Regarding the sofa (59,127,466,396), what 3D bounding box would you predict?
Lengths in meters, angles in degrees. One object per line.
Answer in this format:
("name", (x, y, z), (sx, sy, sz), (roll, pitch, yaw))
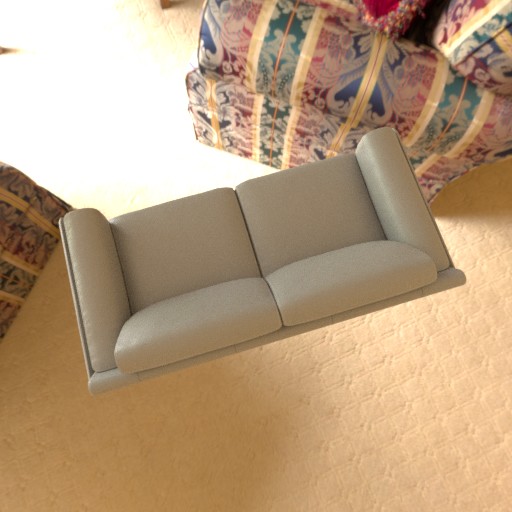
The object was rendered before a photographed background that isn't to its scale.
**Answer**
("sofa", (0.000, 0.000, 2.626), (2.101, 0.930, 1.049), (-16, 76, -4))
